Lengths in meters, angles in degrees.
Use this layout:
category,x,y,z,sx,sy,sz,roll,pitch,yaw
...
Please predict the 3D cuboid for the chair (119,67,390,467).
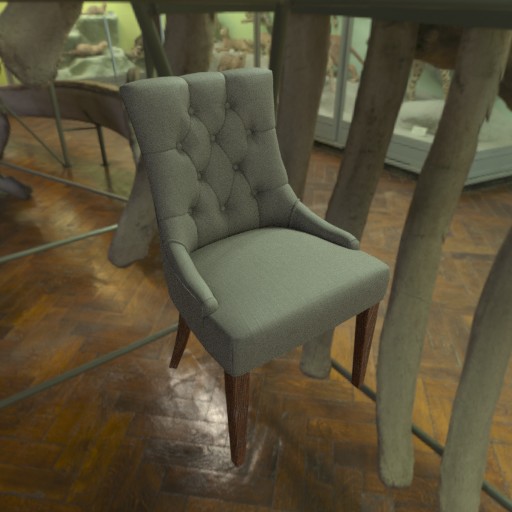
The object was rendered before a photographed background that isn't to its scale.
category,x,y,z,sx,sy,sz,roll,pitch,yaw
chair,0.000,0.000,1.205,0.509,0.874,0.565,-21,37,-30
